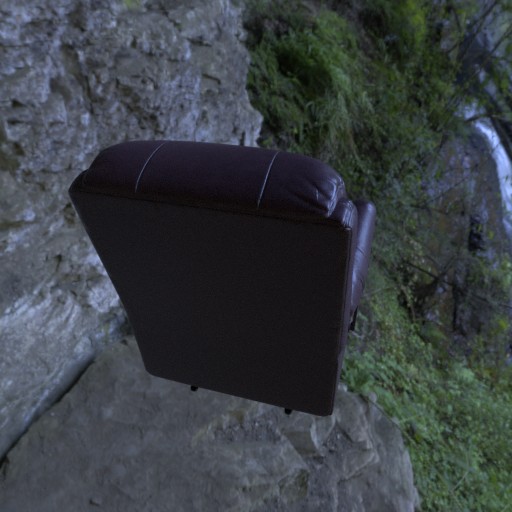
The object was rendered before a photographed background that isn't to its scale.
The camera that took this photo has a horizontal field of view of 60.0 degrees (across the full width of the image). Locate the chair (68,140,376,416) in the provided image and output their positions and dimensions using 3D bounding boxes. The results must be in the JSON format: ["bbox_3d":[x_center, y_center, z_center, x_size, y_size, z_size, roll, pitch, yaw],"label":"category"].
[{"bbox_3d":[0.000,0.000,1.701,0.838,1.054,1.014,9,33,14],"label":"chair"}]
